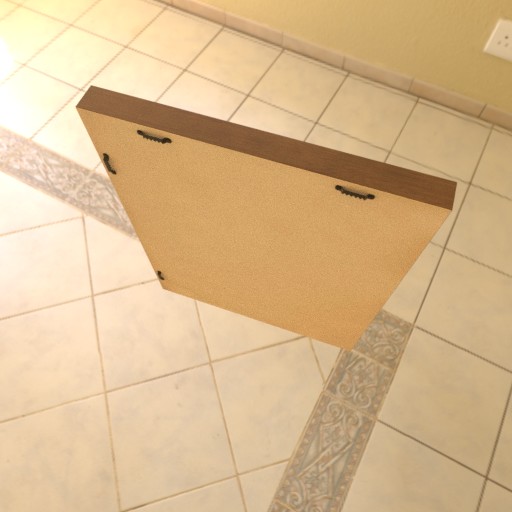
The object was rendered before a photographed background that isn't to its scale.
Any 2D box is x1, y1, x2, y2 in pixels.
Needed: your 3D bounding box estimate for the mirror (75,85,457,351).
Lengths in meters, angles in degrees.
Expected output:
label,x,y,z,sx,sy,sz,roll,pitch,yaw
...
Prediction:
label,x,y,z,sx,sy,sz,roll,pitch,yaw
mirror,0.000,0.000,0.684,0.406,0.509,0.041,17,64,9
